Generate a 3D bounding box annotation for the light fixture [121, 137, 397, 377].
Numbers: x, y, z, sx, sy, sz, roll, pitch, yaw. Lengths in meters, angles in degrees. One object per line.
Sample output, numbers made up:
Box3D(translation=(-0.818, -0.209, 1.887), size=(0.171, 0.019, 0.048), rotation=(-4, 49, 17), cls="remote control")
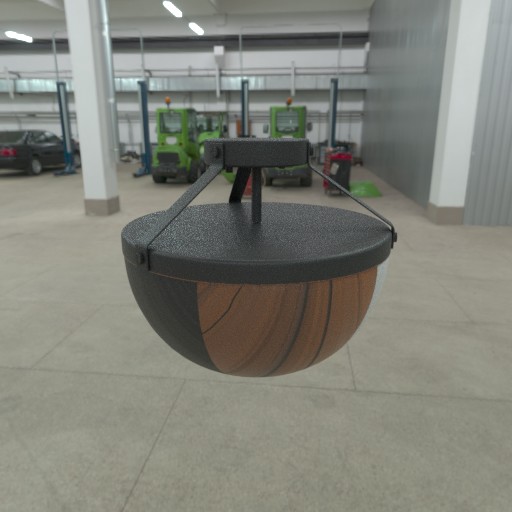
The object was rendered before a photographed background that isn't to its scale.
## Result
Box3D(translation=(0.000, 0.000, 0.527), size=(0.304, 0.269, 0.304), rotation=(0, 16, 0), cls="light fixture")
